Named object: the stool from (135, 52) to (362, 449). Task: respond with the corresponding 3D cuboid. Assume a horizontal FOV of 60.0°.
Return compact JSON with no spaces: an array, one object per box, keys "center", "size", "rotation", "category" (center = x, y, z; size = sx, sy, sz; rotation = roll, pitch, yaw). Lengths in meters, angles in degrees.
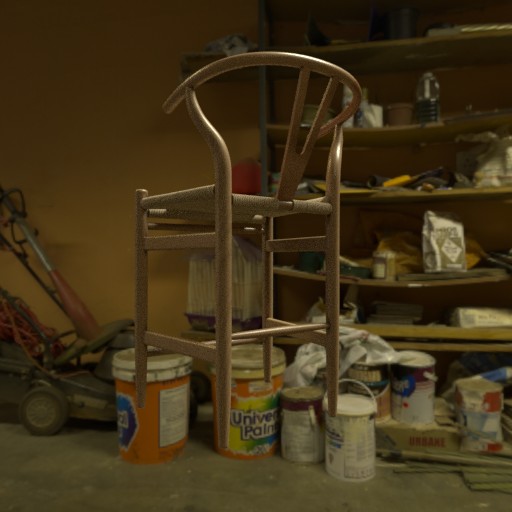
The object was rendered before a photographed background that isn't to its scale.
[{"center":[0.000,0.000,1.273],"size":[0.536,0.923,0.575],"rotation":[0,0,-35],"category":"stool"}]
